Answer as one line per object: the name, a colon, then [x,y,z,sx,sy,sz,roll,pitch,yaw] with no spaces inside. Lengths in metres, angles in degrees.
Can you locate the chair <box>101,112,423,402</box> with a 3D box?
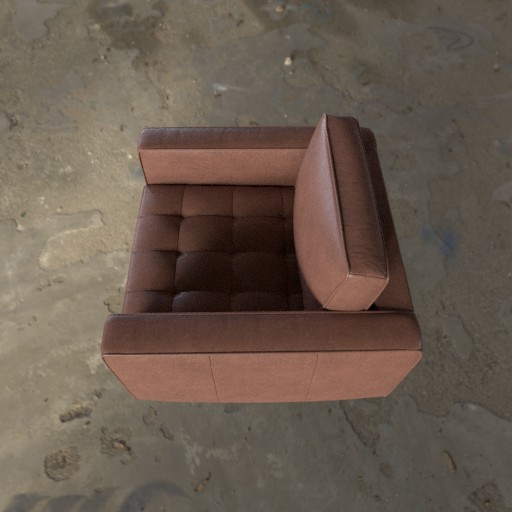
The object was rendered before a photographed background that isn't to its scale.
chair: [0.000,0.000,1.559,0.900,0.770,0.920,-1,57,0]
